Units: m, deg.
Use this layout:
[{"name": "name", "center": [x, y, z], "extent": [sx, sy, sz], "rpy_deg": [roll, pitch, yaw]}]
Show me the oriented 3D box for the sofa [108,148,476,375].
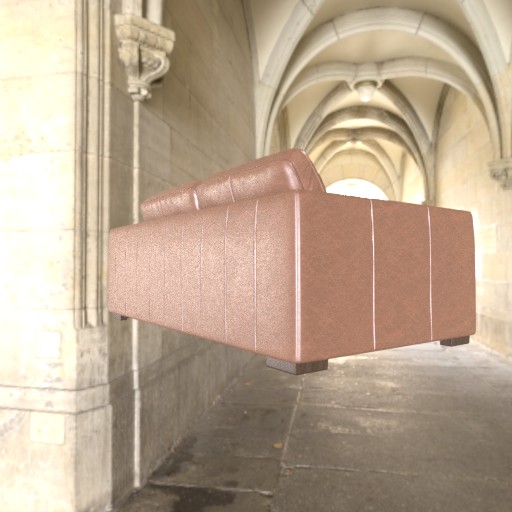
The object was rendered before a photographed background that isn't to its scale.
[{"name": "sofa", "center": [0.000, 0.000, 2.430], "extent": [1.070, 0.800, 1.920], "rpy_deg": [1, -2, -35]}]
